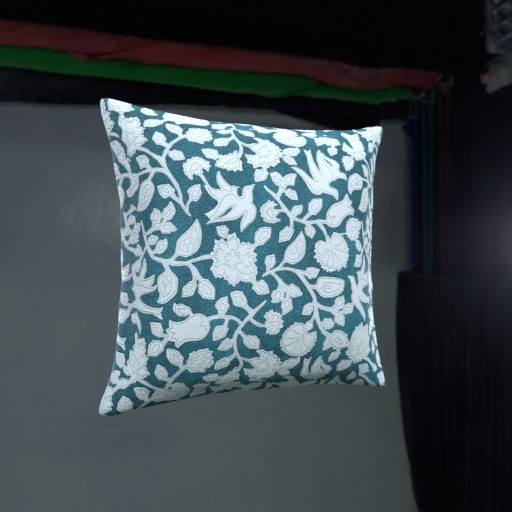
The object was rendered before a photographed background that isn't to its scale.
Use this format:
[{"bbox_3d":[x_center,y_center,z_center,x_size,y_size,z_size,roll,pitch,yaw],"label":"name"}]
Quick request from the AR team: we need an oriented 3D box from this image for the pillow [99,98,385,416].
[{"bbox_3d":[0.000,0.000,0.787,0.525,0.508,0.166,0,0,-18],"label":"pillow"}]
